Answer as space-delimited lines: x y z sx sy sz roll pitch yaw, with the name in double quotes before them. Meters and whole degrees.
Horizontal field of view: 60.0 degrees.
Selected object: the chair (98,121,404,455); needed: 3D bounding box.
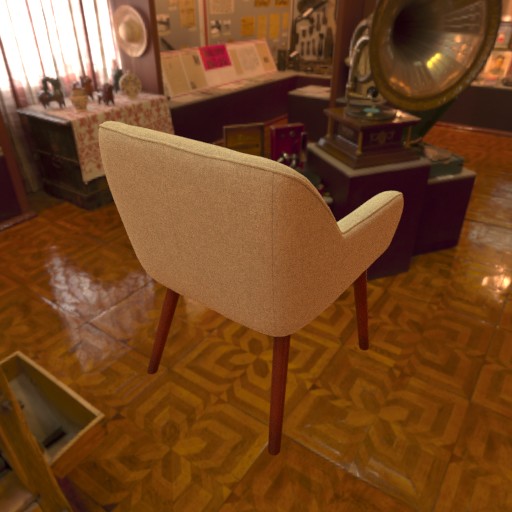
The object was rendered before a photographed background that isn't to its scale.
"chair" 0.000 0.000 1.268 0.610 0.813 0.610 21 37 31
